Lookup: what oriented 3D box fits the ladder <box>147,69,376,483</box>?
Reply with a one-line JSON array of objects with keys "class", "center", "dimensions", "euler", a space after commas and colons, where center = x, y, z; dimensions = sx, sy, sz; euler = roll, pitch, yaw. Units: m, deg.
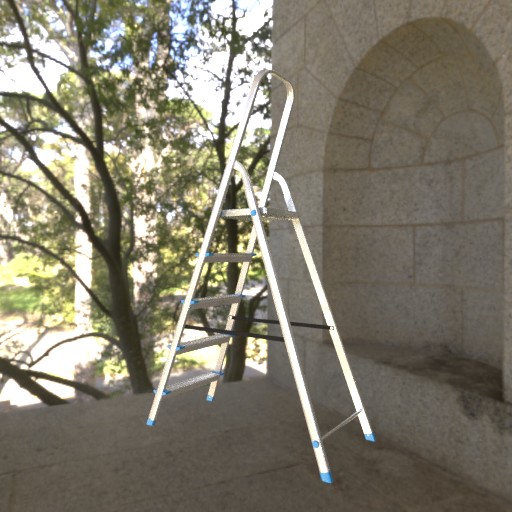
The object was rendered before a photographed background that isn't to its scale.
[{"class": "ladder", "center": [0.000, 0.000, 2.078], "dimensions": [0.990, 1.648, 0.468], "euler": [0, 0, 35]}]
